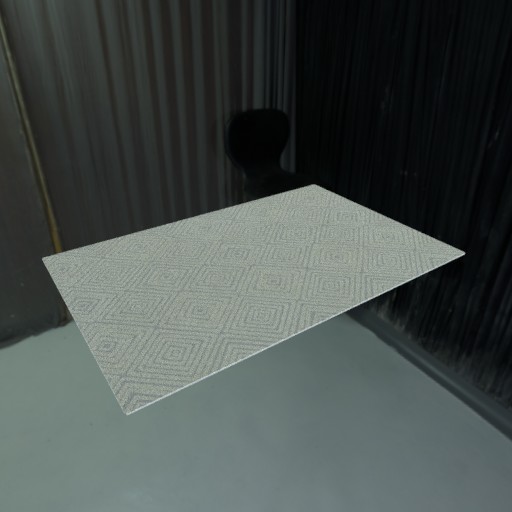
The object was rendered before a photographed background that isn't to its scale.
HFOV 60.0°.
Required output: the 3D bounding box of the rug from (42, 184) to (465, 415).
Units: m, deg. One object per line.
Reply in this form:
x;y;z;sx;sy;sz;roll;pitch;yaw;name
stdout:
0.000;0.000;2.191;1.753;0.008;1.143;-19;35;-29;rug
